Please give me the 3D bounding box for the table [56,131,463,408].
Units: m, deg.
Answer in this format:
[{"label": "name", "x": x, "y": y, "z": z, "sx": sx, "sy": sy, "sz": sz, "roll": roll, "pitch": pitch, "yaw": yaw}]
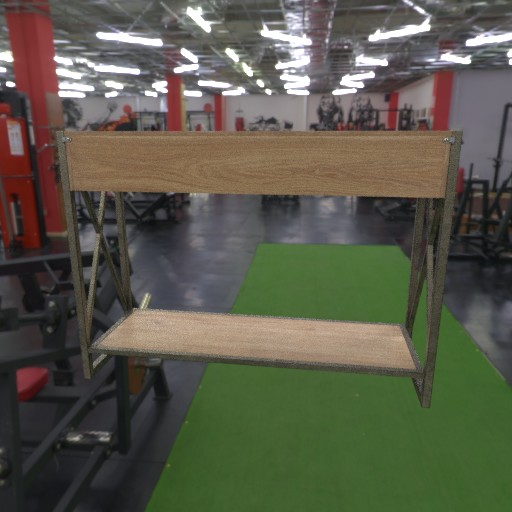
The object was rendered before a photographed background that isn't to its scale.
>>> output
[{"label": "table", "x": 0.000, "y": 0.000, "z": 1.410, "sx": 1.059, "sy": 0.763, "sz": 0.361, "roll": 2, "pitch": 15, "yaw": 8}]
